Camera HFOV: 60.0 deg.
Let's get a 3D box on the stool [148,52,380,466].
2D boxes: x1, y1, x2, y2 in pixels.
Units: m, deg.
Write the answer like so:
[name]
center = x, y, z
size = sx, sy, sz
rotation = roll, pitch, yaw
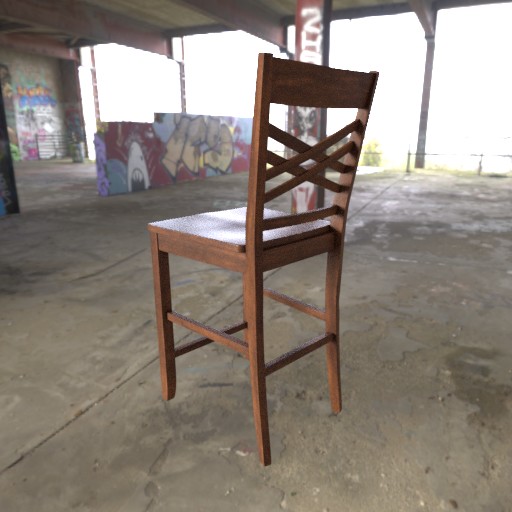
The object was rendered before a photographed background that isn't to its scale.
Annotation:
[stool]
center = 0.000, 0.000, 1.390
size = 0.462, 1.079, 0.539
rotation = -15, 22, -43
